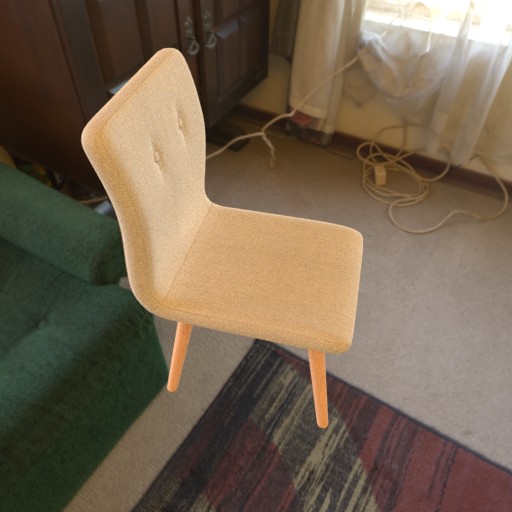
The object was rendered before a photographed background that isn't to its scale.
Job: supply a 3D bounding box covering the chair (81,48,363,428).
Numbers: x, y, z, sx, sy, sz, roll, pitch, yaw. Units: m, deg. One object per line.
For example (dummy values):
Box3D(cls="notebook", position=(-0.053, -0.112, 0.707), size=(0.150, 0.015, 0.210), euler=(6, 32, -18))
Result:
Box3D(cls="chair", position=(0.000, 0.000, 1.160), size=(0.550, 0.885, 0.435), euler=(10, 47, 10))
